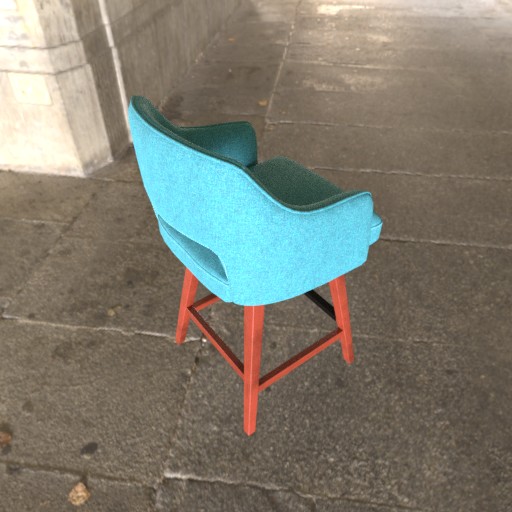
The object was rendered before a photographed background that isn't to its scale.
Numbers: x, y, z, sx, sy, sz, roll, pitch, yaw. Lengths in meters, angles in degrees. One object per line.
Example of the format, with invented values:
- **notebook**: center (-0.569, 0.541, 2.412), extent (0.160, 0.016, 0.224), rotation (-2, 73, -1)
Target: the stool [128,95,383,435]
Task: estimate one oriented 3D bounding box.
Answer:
- **stool**: center (0.000, 0.000, 1.320), extent (0.556, 0.961, 0.548), rotation (-26, 47, -27)
